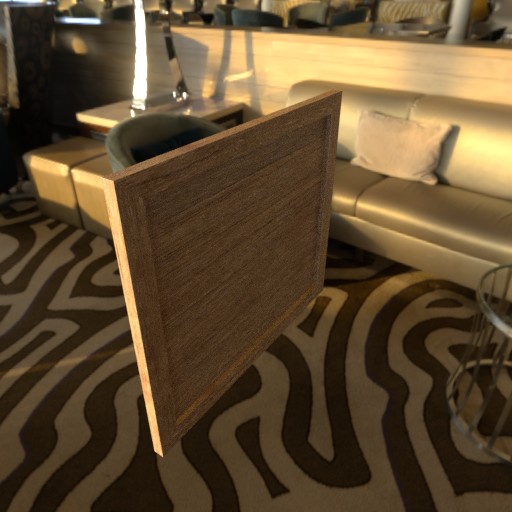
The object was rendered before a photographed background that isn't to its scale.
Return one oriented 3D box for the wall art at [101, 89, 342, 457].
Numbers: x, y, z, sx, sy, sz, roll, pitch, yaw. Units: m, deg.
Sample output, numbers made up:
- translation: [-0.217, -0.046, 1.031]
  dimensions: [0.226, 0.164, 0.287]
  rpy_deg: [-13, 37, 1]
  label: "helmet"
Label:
- translation: [0.000, 0.000, 0.980]
  dimensions: [0.026, 0.588, 0.690]
  rpy_deg: [20, 37, 29]
  label: "wall art"
